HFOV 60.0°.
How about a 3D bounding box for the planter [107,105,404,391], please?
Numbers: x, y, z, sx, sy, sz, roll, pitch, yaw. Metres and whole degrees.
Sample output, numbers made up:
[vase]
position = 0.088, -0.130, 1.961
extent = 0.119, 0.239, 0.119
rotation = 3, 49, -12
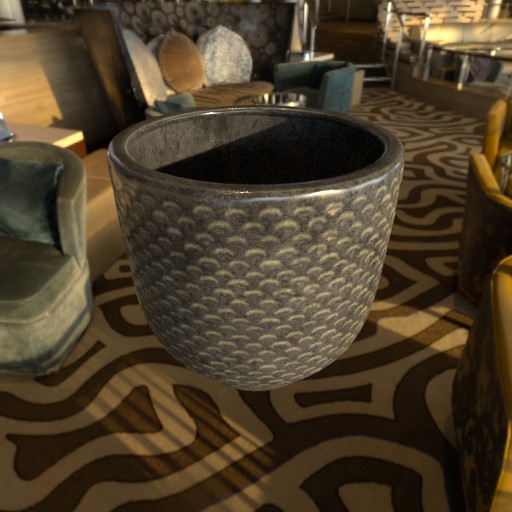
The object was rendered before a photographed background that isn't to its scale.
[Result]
[planter]
position = 0.000, 0.000, 0.350
extent = 0.197, 0.191, 0.197
rotation = 0, 31, 0
